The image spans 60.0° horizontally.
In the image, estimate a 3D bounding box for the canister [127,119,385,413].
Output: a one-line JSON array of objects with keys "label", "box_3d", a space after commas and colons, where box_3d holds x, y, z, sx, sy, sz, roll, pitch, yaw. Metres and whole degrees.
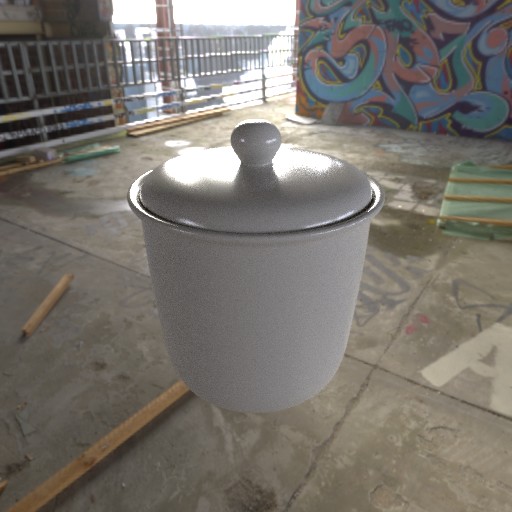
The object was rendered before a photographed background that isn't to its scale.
[{"label": "canister", "box_3d": [0.000, 0.000, 0.349, 0.182, 0.208, 0.182, 0, 28, 0]}]
